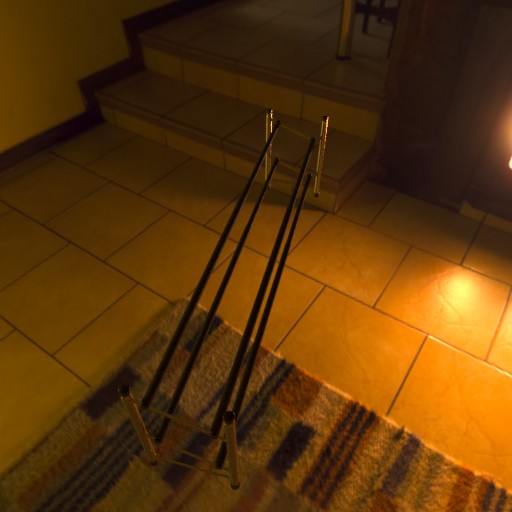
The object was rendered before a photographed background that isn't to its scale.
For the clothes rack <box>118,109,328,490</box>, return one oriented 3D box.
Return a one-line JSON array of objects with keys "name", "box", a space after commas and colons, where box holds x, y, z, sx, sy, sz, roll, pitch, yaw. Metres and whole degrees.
[{"name": "clothes rack", "box": [0.000, 0.000, 1.320, 0.229, 0.349, 1.168, 11, 46, 11]}]
